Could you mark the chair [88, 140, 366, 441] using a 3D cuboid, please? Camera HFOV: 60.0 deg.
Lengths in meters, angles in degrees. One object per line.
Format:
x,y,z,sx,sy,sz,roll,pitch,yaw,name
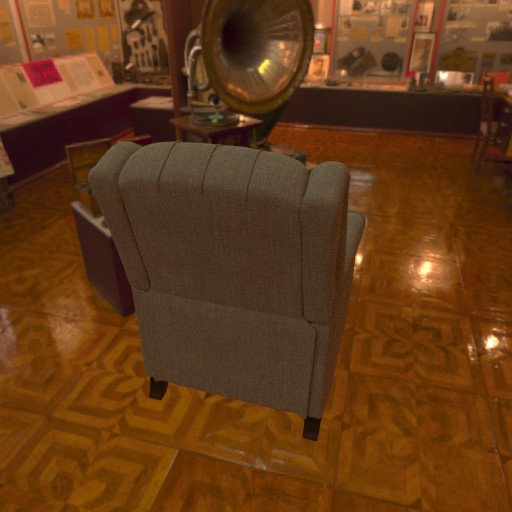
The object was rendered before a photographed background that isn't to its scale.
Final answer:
0.000,0.000,1.671,0.742,1.035,0.898,9,32,15,chair
